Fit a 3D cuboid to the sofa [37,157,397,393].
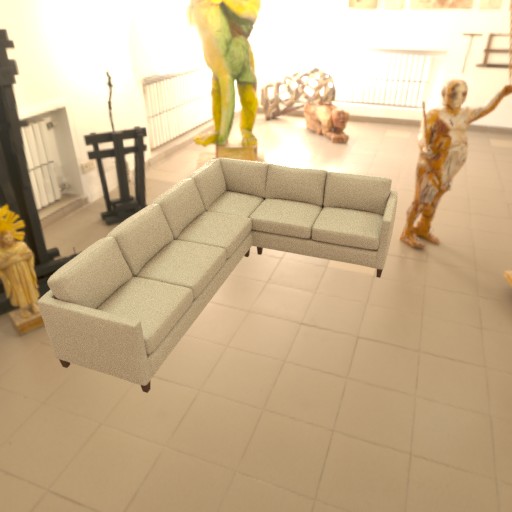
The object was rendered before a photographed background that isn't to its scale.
[{"bbox_3d":[0.000,0.000,4.541,2.522,0.934,3.333,11,32,17],"label":"sofa"}]
